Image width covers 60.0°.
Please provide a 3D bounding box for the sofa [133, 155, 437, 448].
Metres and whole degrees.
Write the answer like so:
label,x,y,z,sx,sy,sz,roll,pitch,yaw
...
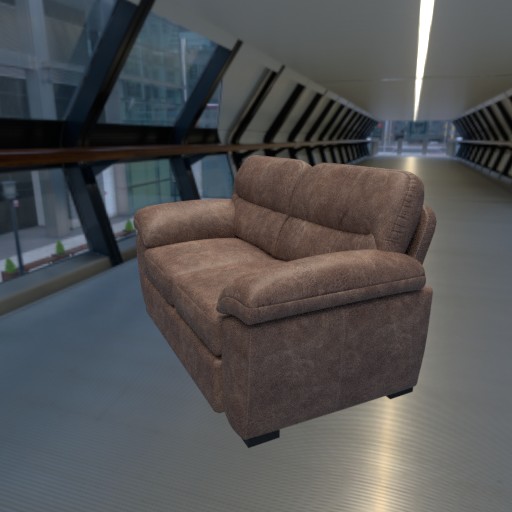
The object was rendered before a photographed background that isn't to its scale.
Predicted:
label,x,y,z,sx,sy,sz,roll,pitch,yaw
sofa,0.000,0.000,2.409,0.991,0.991,1.753,-8,18,-26
